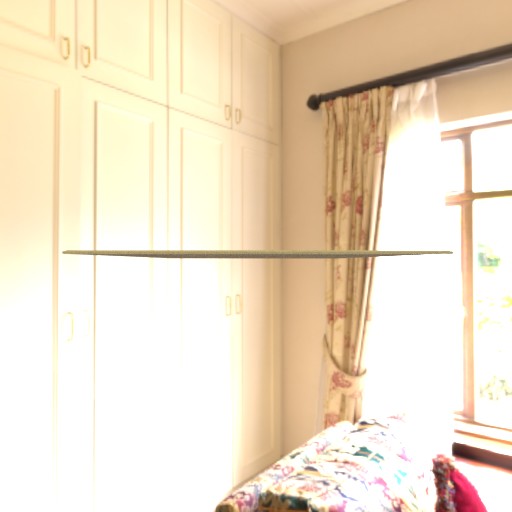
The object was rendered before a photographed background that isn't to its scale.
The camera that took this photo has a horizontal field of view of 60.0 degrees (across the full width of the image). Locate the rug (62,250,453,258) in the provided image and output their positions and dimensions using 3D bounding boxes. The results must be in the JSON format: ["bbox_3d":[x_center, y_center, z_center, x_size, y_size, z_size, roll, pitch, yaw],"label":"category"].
[{"bbox_3d":[0.000,0.000,3.423,1.819,0.018,2.746,0,-1,-1],"label":"rug"}]
